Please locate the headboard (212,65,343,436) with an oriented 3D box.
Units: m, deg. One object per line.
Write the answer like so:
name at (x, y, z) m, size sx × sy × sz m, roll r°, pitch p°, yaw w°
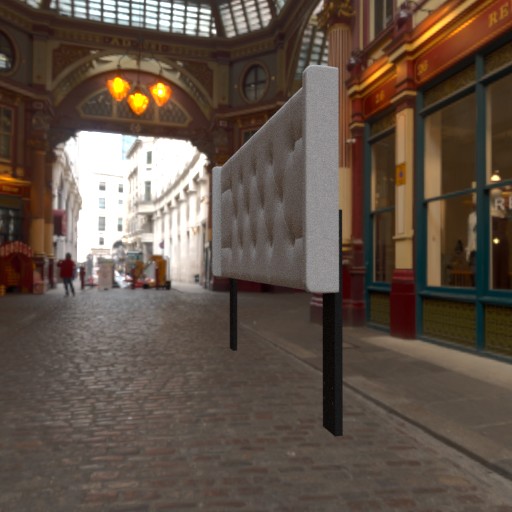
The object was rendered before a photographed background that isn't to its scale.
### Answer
headboard at (0.000, 0.000, 2.776) m, size 0.184 × 1.524 × 2.051 m, roll 0°, pitch -1°, yaw -16°
